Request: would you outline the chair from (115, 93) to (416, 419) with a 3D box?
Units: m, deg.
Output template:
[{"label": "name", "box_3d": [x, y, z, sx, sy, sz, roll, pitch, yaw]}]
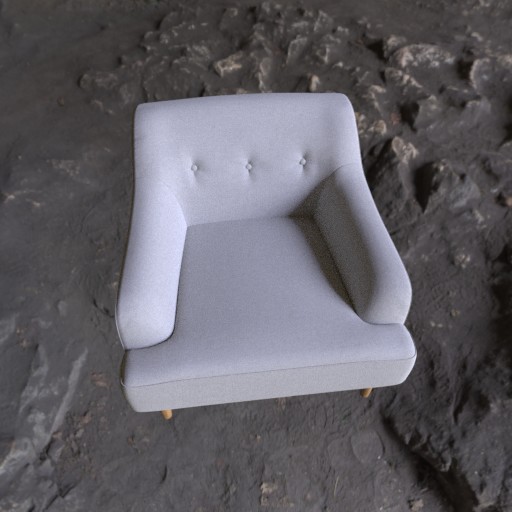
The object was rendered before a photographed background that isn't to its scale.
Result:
[{"label": "chair", "box_3d": [0.000, 0.000, 1.641, 0.946, 0.818, 0.951, -5, 47, -4]}]
